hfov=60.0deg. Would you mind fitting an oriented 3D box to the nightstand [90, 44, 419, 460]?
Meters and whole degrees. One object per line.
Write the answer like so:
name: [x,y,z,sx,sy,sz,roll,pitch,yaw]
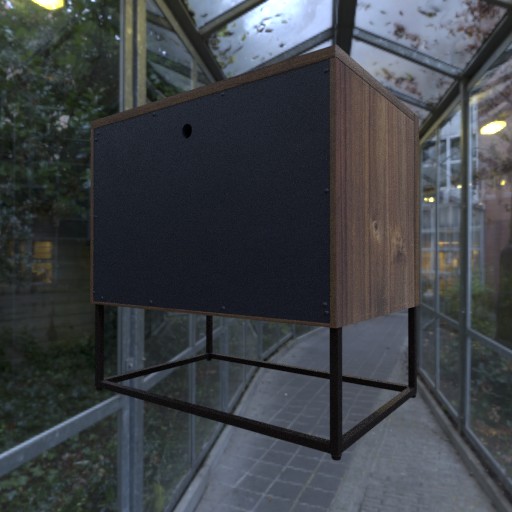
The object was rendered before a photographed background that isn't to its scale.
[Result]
nightstand: [0.000,0.000,0.996,0.610,0.610,0.437,0,-1,36]
